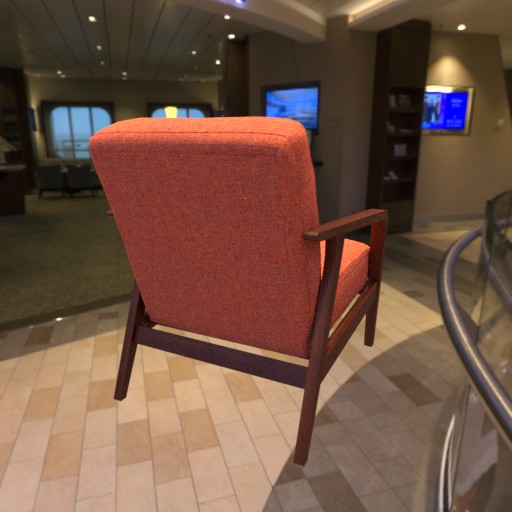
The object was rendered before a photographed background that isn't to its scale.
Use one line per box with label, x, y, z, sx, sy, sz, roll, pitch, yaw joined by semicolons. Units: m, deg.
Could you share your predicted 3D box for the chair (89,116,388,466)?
chair;0.000;0.000;1.516;0.719;0.890;0.860;8;17;26
